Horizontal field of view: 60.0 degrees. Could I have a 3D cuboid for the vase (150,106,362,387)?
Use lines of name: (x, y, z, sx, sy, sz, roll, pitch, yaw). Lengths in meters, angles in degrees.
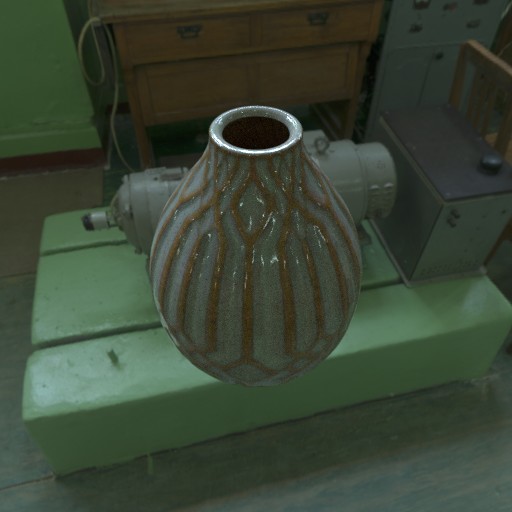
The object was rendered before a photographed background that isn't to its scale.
vase: (0.000, 0.000, 0.271, 0.131, 0.175, 0.131, 0, 47, 0)
